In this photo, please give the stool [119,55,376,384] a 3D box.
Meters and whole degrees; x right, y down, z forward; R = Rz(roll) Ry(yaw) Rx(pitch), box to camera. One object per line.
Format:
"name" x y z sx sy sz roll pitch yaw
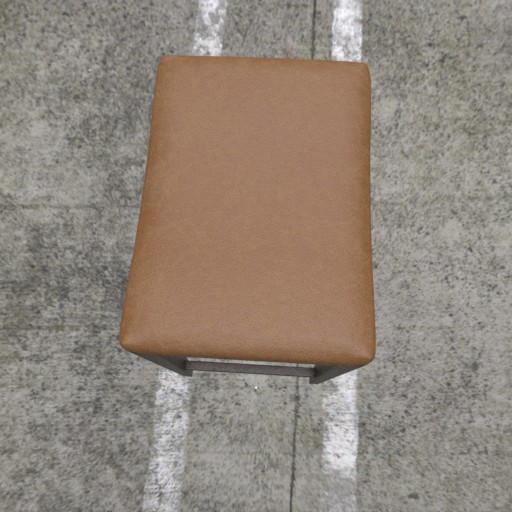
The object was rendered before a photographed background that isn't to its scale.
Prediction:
"stool" 0.000 0.000 0.943 0.361 0.660 0.500 3 73 1
